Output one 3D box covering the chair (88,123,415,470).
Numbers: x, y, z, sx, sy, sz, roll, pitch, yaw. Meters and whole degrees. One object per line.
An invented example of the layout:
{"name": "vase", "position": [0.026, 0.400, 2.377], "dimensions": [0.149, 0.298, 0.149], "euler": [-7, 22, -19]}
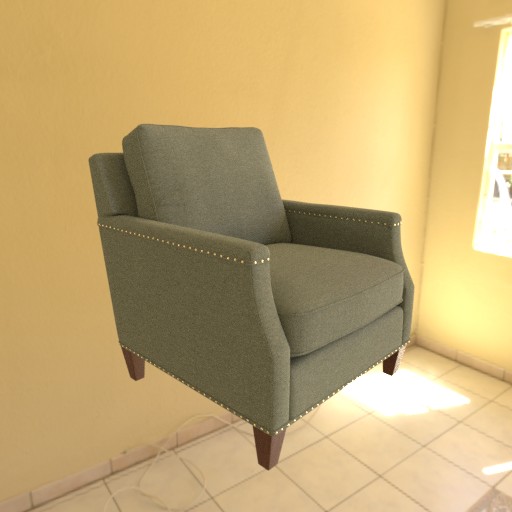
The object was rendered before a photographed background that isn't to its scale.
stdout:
{"name": "chair", "position": [0.000, 0.000, 1.801], "dimensions": [1.031, 1.031, 0.885], "euler": [14, 20, 42]}
